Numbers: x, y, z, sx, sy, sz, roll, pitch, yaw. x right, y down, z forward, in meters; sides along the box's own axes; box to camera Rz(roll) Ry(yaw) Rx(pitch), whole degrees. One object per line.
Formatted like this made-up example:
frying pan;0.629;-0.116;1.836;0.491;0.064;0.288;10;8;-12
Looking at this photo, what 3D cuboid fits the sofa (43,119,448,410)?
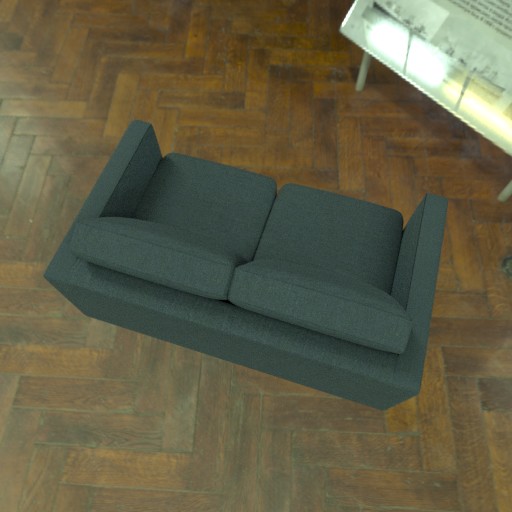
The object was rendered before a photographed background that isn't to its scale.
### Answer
sofa;0.000;0.000;2.275;1.659;0.907;0.999;16;65;8
